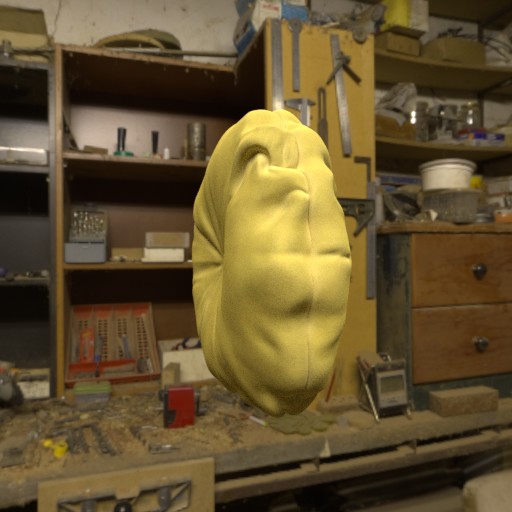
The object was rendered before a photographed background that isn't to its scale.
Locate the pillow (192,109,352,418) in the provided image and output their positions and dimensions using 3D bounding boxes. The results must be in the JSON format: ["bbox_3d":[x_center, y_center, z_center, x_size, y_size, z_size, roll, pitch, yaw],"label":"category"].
[{"bbox_3d":[0.000,0.000,0.648,0.148,0.407,0.428,0,1,-18],"label":"pillow"}]
